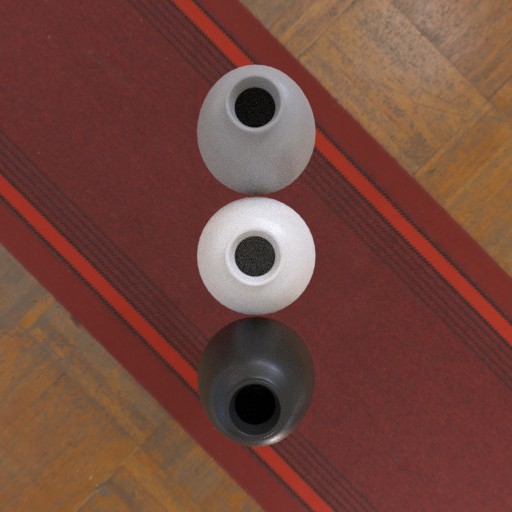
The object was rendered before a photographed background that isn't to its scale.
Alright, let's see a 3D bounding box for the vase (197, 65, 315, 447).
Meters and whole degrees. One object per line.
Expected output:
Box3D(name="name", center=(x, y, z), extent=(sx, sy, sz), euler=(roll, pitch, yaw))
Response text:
Box3D(name="vase", center=(0.000, 0.000, 0.349), extent=(0.097, 0.122, 0.297), euler=(0, 90, 1))
